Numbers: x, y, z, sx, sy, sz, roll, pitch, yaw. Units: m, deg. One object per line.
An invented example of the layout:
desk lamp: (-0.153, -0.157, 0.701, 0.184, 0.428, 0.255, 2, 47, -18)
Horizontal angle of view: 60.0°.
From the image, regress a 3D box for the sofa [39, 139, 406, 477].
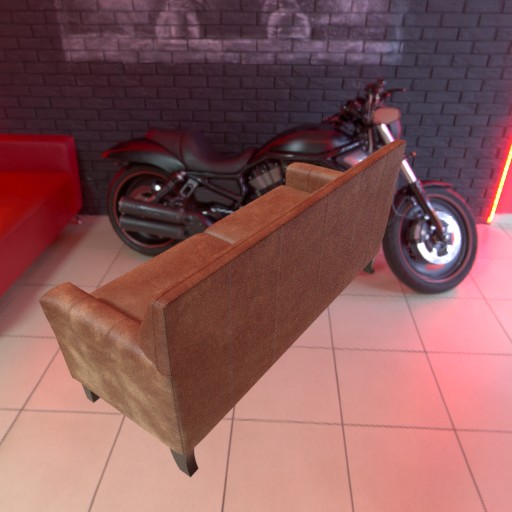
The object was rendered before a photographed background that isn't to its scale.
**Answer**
sofa: (0.000, 0.000, 2.427, 0.805, 0.947, 2.053, 20, 37, 30)
